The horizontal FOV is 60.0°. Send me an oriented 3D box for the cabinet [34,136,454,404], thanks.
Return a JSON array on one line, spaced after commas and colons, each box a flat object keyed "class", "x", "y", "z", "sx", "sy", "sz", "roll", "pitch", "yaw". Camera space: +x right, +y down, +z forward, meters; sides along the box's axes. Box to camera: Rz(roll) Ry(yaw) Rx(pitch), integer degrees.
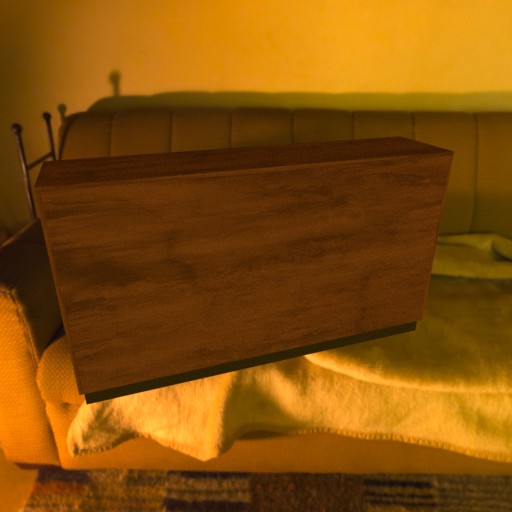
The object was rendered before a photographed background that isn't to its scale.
[{"class": "cabinet", "x": 0.000, "y": 0.000, "z": 1.977, "sx": 1.600, "sy": 0.900, "sz": 0.420, "roll": -8, "pitch": 26, "yaw": -17}]
